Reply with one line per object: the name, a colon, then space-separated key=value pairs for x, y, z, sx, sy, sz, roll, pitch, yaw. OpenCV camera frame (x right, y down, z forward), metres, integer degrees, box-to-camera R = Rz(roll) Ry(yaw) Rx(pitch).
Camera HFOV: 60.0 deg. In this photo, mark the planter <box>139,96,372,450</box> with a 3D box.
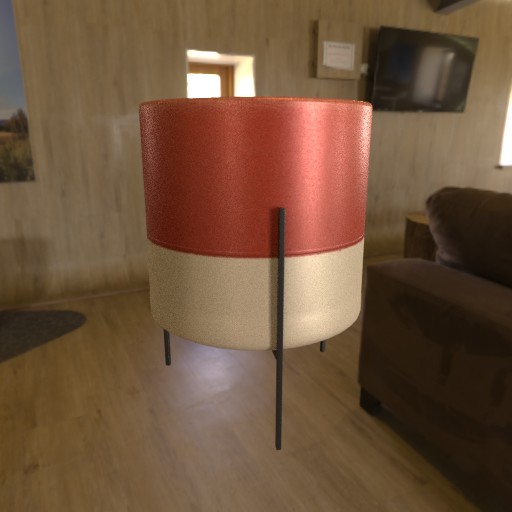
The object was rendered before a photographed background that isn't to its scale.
planter: x=0.000 y=0.000 z=0.723 sx=0.345 sy=0.465 sz=0.354 roll=-3 pitch=15 yaw=-10
